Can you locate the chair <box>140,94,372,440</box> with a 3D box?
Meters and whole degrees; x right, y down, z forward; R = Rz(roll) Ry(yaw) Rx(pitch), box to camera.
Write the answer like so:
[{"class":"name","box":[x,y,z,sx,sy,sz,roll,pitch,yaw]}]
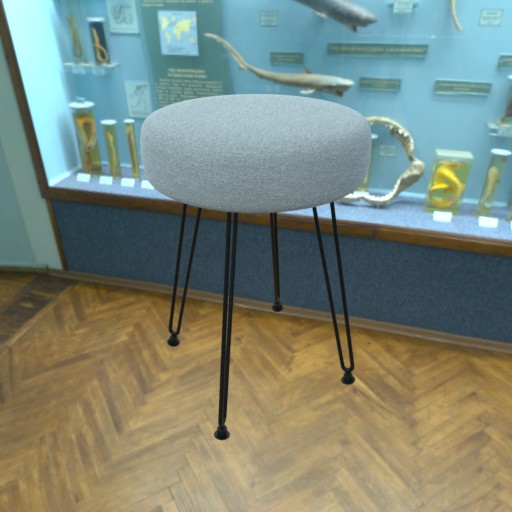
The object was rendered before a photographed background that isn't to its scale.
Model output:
[{"class":"chair","box":[0.000,0.000,0.684,0.350,0.440,0.350,9,31,15]}]
